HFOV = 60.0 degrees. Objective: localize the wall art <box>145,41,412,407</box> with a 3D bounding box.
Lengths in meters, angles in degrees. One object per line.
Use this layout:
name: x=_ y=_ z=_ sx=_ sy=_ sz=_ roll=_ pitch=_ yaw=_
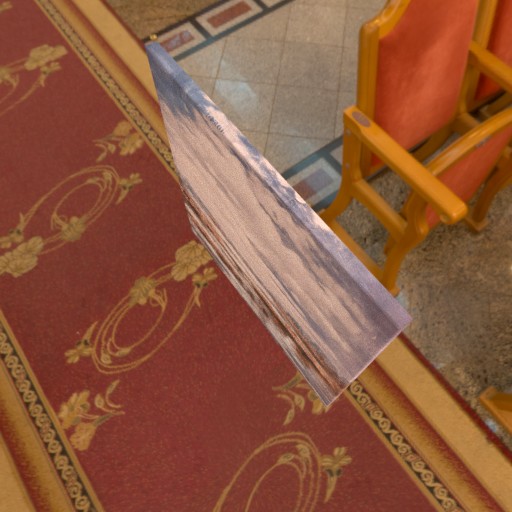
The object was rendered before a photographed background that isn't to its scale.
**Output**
wall art: x=0.000 y=0.000 z=1.508 sx=0.040 sy=1.020 sz=1.010 roll=-33 pitch=68 yaw=-15
